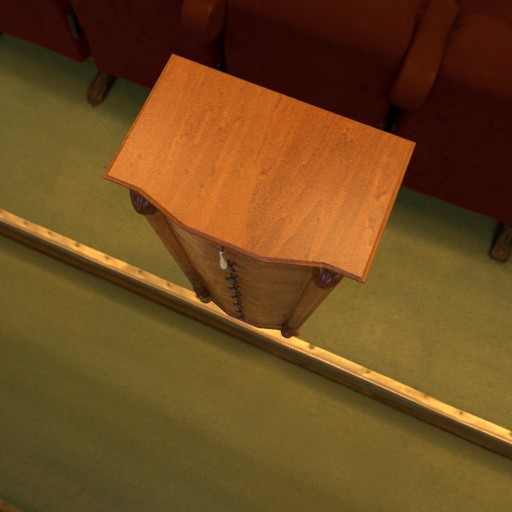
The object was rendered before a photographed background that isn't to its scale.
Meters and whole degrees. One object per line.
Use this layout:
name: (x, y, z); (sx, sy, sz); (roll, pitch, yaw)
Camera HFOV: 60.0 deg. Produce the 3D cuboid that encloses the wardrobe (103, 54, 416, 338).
wardrobe: (0.000, 0.000, 1.110); (0.406, 0.959, 0.273); (22, 76, 6)
